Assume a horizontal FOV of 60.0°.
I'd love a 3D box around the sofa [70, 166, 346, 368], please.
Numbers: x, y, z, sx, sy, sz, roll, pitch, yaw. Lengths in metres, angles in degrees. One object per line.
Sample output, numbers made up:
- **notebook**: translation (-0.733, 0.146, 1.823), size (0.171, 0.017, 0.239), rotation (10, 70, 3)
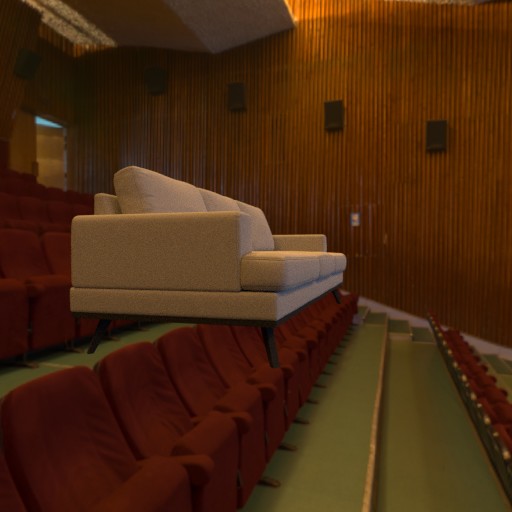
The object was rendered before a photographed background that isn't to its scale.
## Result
- **sofa**: translation (0.000, 0.000, 2.791), size (0.920, 0.810, 2.310), rotation (0, 0, 17)
